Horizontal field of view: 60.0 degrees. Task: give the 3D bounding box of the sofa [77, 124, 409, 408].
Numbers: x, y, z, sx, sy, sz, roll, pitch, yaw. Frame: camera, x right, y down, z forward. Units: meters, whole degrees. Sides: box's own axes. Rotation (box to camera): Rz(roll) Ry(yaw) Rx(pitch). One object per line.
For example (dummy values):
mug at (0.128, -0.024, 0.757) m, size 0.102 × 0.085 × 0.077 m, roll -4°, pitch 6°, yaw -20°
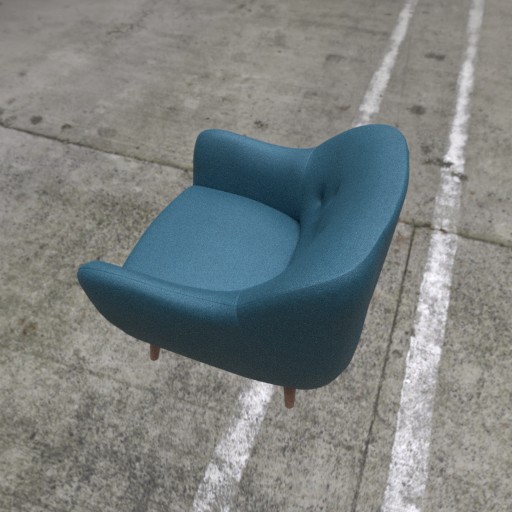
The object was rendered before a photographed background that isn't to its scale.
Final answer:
sofa at (0.000, 0.000, 1.510) m, size 0.825 × 0.817 × 0.836 m, roll 15°, pitch 47°, yaw 14°
